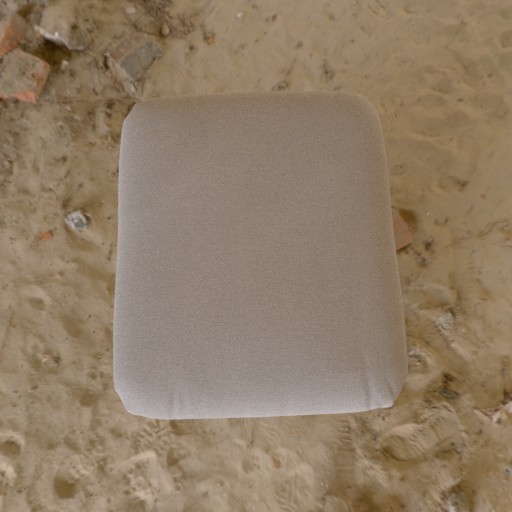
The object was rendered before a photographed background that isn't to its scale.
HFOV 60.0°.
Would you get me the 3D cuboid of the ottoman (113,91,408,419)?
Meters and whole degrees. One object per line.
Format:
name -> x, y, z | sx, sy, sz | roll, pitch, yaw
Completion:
ottoman -> 0.000, 0.000, 1.122 | 0.622, 0.450, 0.746 | -2, 77, 0
